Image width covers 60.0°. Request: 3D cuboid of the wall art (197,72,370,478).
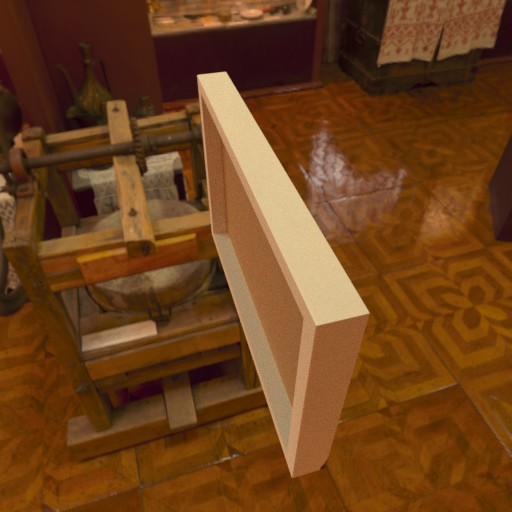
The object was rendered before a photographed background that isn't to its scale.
[{"bbox_3d":[0.000,0.000,0.491,0.039,0.254,0.384,-11,46,-11],"label":"wall art"}]
